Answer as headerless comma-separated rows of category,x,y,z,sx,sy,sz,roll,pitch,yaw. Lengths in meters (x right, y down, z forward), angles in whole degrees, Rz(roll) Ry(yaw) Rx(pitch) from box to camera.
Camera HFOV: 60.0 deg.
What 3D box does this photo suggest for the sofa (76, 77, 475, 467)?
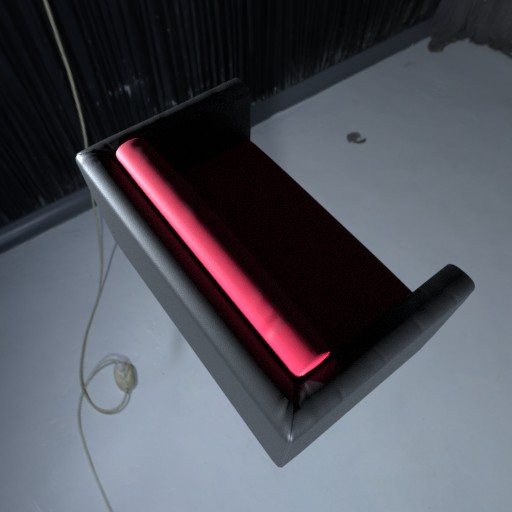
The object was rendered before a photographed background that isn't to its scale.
sofa,0.000,0.000,1.928,0.845,0.735,1.410,-33,64,-19
